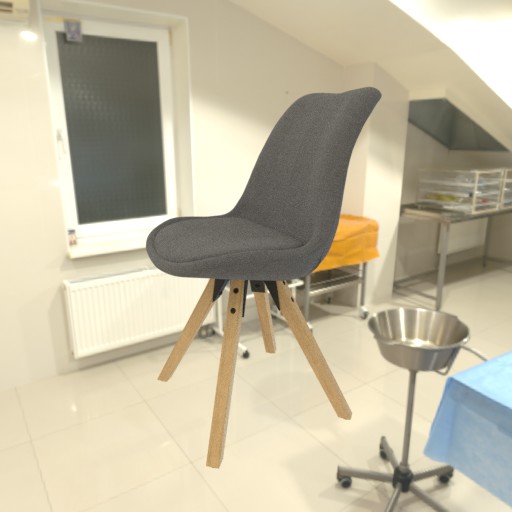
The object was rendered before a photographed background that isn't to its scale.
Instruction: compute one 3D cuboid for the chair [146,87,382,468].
[{"bbox_3d":[0.000,0.000,1.187,0.550,0.850,0.485,-8,18,-26],"label":"chair"}]
